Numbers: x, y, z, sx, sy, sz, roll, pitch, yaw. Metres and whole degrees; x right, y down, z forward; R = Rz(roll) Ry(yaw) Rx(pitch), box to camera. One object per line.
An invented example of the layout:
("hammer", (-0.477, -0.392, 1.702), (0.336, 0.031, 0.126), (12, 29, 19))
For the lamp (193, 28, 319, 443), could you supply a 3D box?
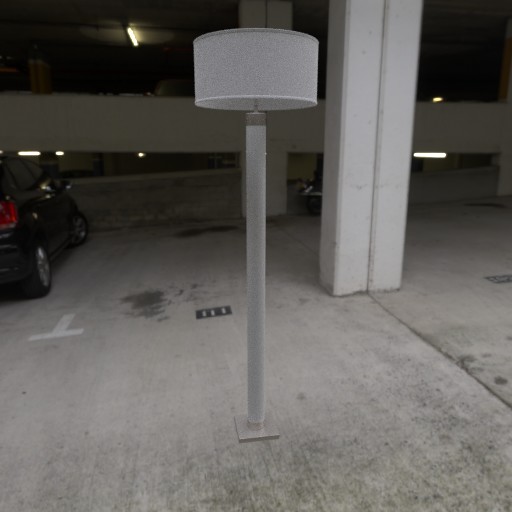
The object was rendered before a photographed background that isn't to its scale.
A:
("lamp", (0.000, 0.000, 1.658), (0.420, 1.475, 0.420), (-2, 14, -10))
